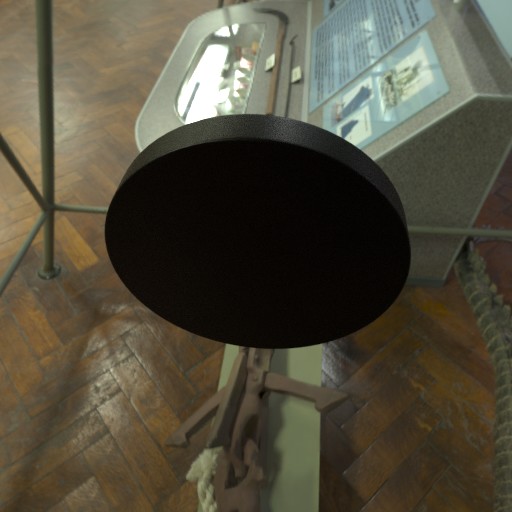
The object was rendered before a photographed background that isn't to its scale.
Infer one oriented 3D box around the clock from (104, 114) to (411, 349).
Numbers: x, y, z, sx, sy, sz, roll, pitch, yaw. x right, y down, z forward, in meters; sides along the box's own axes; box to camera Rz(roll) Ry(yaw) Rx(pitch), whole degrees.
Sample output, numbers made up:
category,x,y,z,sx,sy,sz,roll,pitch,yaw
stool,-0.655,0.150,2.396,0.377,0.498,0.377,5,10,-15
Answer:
category,x,y,z,sx,sy,sz,roll,pitch,yaw
clock,0.000,0.000,0.477,0.314,0.314,0.040,4,47,4
